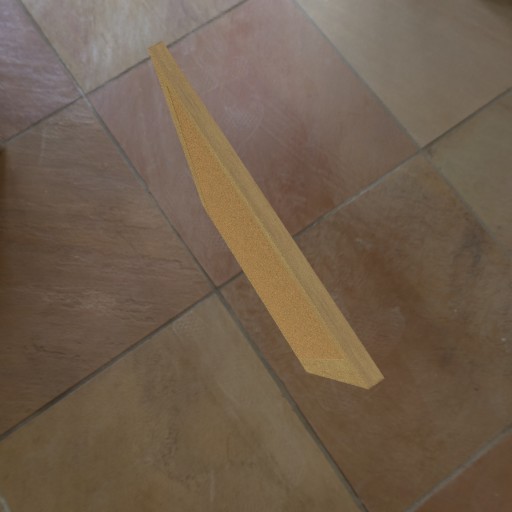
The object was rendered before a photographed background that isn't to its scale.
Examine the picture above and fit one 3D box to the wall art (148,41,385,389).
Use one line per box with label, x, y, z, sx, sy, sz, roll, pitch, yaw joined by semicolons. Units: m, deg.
wall art;0.000;0.000;0.760;0.020;0.561;0.460;-31;79;-7
